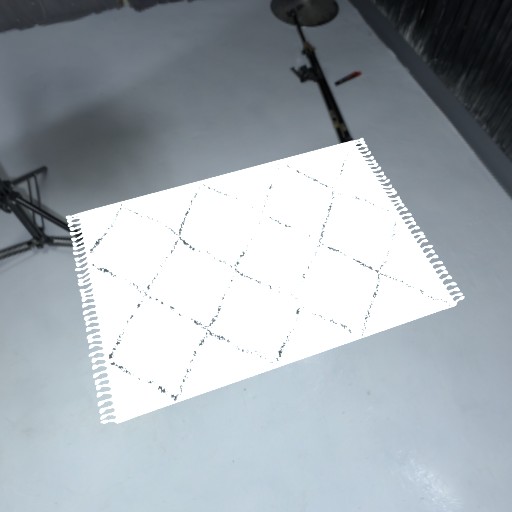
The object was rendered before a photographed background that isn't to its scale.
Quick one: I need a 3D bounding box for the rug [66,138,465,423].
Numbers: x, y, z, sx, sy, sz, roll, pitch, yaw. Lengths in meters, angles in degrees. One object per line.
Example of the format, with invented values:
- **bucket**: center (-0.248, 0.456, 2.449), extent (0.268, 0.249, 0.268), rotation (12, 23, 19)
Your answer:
- **rug**: center (0.000, 0.000, 2.945), extent (2.307, 0.031, 1.494), rotation (-17, 61, -10)
